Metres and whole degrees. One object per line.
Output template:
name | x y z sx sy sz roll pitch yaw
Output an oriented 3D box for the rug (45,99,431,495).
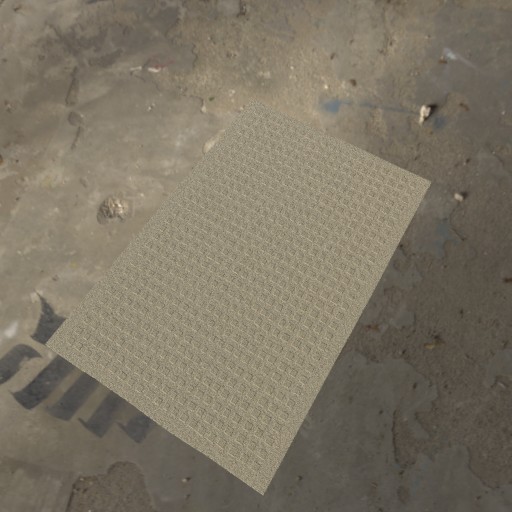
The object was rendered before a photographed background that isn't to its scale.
rug | 0.000 0.000 2.182 1.143 0.006 1.747 29 67 13
